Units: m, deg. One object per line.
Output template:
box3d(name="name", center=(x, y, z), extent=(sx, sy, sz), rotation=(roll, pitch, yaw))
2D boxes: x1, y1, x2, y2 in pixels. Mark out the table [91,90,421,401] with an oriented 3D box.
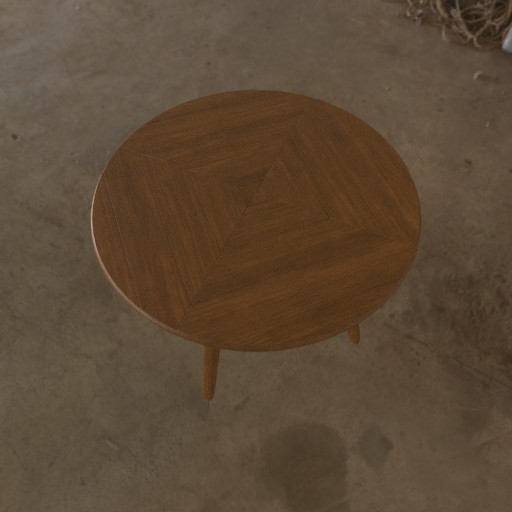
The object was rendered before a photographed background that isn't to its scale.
box3d(name="table", center=(0.000, 0.000, 1.748), extent=(1.055, 0.757, 1.055), rotation=(0, 57, 0))
